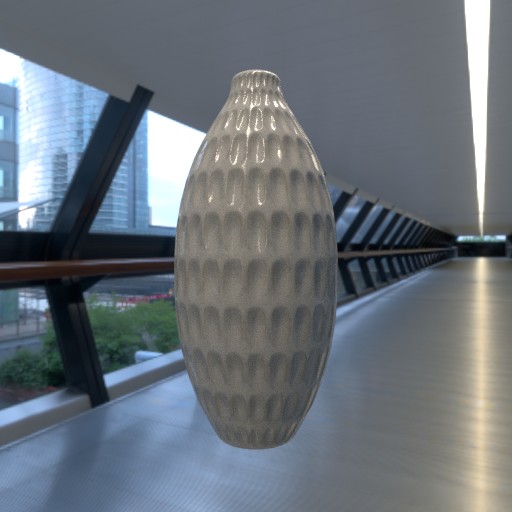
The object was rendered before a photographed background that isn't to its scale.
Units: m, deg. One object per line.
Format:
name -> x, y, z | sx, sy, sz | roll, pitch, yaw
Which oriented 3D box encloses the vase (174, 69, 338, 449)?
vase -> 0.000, 0.000, 0.352 | 0.127, 0.282, 0.127 | 0, 0, 0
